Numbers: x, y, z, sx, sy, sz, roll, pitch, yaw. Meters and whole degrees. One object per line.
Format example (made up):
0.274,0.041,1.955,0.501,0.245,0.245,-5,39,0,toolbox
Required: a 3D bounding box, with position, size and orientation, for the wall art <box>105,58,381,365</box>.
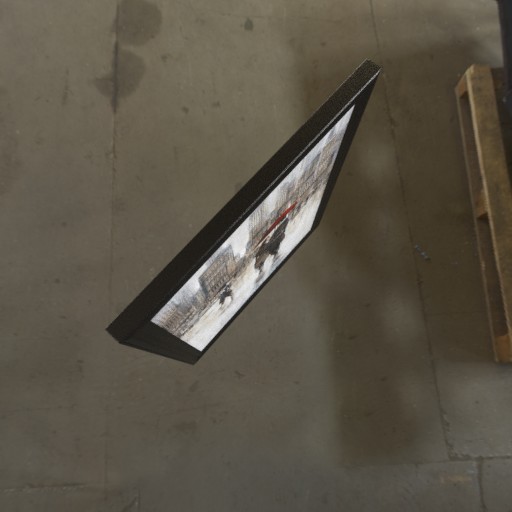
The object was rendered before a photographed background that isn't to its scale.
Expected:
0.000,0.000,1.641,0.053,1.194,0.950,40,78,11,wall art
